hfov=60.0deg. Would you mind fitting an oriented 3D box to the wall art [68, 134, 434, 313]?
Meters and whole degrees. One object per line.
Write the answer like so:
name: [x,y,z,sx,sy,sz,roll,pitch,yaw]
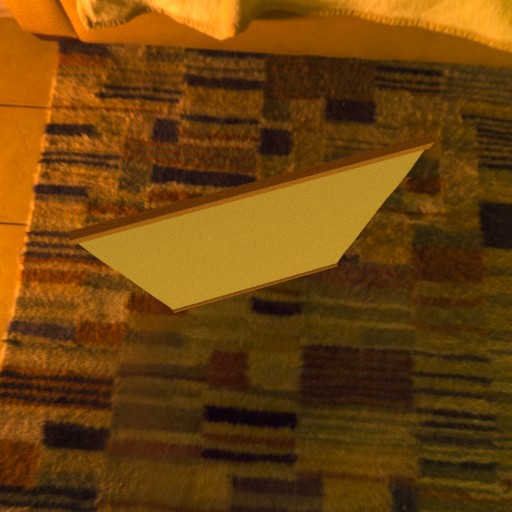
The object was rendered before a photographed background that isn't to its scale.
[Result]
wall art: [0.000,0.000,1.920,1.011,1.521,0.025,-16,76,-4]
